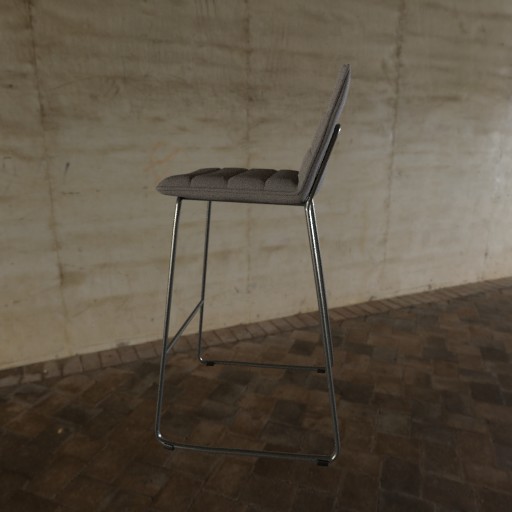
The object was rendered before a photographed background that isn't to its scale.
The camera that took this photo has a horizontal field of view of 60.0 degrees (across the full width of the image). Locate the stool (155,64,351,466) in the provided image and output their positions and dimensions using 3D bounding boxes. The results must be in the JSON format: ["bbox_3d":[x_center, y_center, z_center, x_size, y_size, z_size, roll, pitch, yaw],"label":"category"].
[{"bbox_3d":[0.000,0.000,1.261,0.490,0.960,0.490,2,15,7],"label":"stool"}]
